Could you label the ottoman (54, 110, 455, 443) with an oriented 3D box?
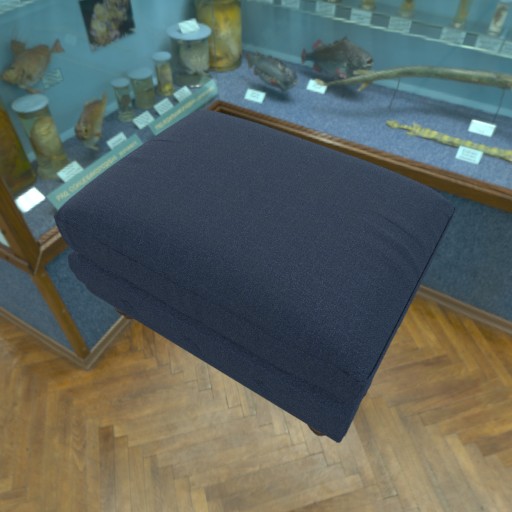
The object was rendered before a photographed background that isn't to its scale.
[{"bbox_3d":[0.000,0.000,1.117,0.767,0.486,0.558,25,53,21],"label":"ottoman"}]
